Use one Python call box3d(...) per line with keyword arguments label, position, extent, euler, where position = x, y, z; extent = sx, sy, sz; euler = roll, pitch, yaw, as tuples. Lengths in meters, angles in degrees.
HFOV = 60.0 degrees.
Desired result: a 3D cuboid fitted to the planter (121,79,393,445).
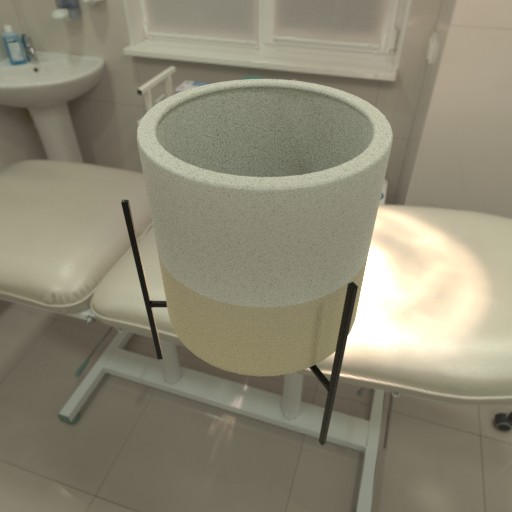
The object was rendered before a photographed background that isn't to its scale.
box3d(label="planter", position=(0.000, 0.000, 0.545), extent=(0.263, 0.362, 0.267), euler=(12, 42, 13))
